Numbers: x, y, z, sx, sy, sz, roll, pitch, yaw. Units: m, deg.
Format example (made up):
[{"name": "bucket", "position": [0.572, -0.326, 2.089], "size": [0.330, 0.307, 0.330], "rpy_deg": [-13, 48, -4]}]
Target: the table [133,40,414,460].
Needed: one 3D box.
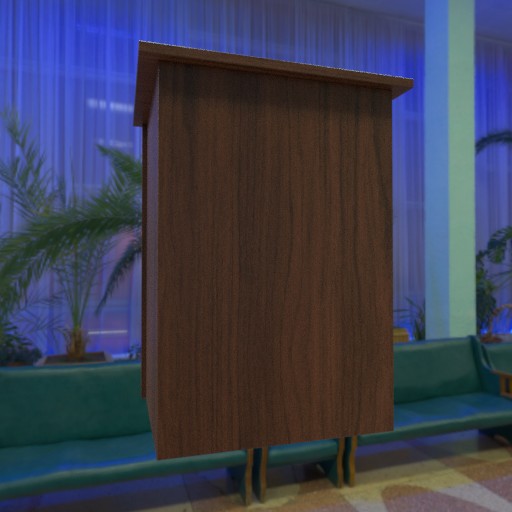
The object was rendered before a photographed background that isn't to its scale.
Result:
[{"name": "table", "position": [0.000, 0.000, 0.908], "size": [0.480, 0.636, 0.381], "rpy_deg": [0, -1, -17]}]
